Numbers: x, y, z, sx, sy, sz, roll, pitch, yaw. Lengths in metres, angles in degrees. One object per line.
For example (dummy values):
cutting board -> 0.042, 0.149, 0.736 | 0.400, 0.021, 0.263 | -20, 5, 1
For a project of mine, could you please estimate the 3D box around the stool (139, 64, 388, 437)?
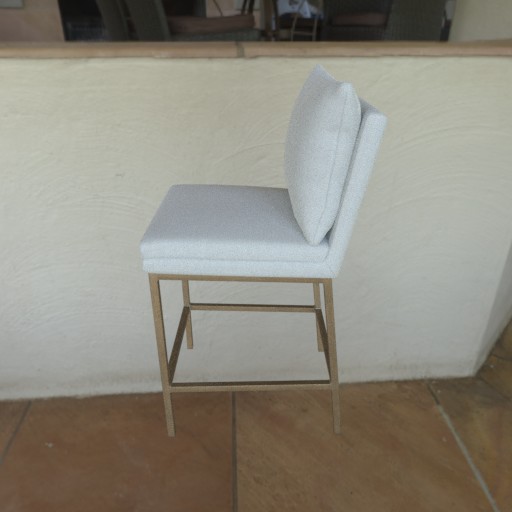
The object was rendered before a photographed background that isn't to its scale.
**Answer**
stool -> 0.000, 0.000, 1.333 | 0.572, 1.032, 0.463 | 0, 27, 0
